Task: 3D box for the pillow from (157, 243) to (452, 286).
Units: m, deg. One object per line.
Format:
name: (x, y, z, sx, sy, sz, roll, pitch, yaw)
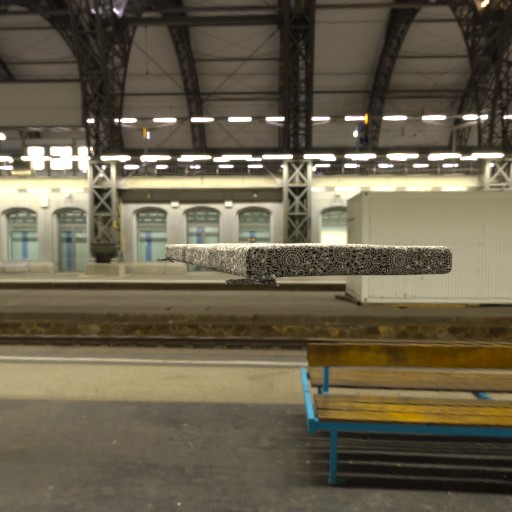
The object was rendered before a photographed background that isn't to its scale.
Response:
pillow: (0.000, 0.000, 1.386, 0.492, 0.081, 1.187, -1, 2, -19)
